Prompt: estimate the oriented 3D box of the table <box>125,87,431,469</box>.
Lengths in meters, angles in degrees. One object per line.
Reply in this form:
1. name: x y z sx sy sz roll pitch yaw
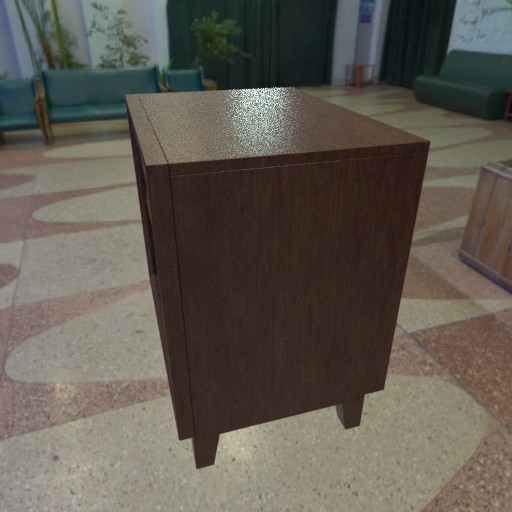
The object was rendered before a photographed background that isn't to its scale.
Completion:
1. table: 0.000 0.000 0.969 0.449 0.609 0.557 -8 30 -15
